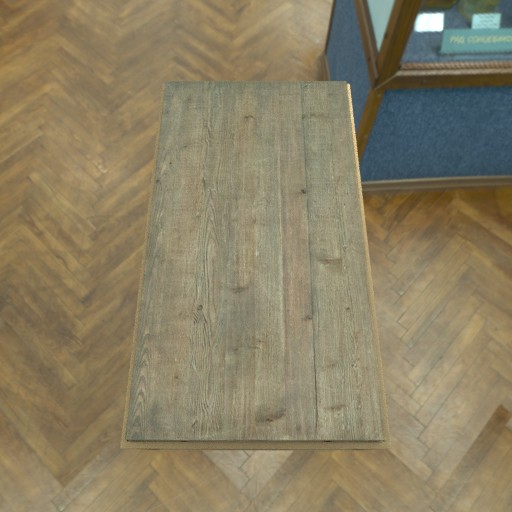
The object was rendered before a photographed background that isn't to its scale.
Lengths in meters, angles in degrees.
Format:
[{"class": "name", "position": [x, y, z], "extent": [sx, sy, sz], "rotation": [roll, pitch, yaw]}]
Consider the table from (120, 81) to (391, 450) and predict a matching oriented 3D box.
[{"class": "table", "position": [0.000, 0.000, 1.731], "extent": [0.775, 0.468, 1.387], "rotation": [0, 66, 0]}]
